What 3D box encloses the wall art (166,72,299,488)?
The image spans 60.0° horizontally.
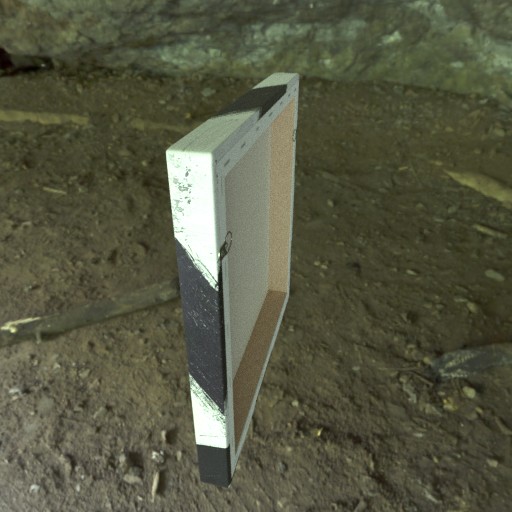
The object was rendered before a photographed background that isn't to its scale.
[{"bbox_3d":[0.000,0.000,0.744,0.050,0.508,0.507,7,31,12],"label":"wall art"}]
